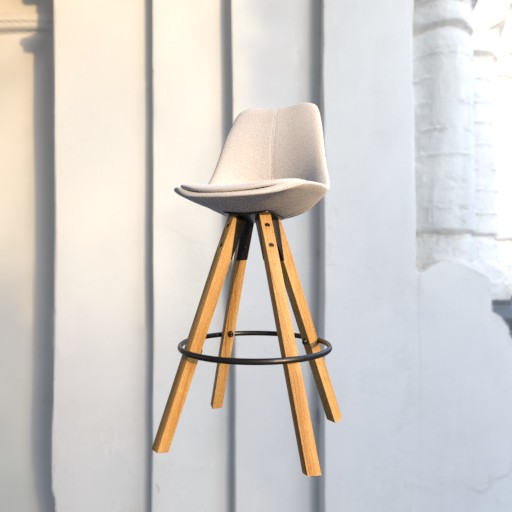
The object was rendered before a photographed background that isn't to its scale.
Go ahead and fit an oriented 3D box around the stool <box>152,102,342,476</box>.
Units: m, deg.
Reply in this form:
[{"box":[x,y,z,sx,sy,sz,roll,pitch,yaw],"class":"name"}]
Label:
[{"box":[0.000,0.000,1.392,0.484,1.115,0.550,0,0,18],"class":"stool"}]
